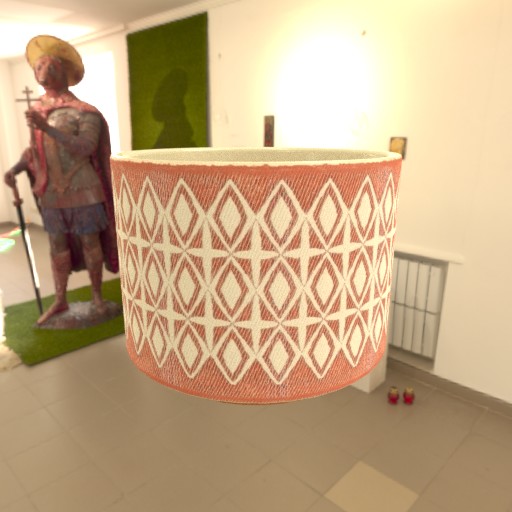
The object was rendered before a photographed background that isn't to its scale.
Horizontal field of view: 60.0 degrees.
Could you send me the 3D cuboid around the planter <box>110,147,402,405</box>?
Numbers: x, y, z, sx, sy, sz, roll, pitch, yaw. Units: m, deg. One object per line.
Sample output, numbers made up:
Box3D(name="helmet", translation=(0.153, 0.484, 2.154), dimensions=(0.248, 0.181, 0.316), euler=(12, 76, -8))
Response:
Box3D(name="planter", translation=(0.000, 0.000, 0.325), dimensions=(0.192, 0.148, 0.192), euler=(0, 16, 0))
